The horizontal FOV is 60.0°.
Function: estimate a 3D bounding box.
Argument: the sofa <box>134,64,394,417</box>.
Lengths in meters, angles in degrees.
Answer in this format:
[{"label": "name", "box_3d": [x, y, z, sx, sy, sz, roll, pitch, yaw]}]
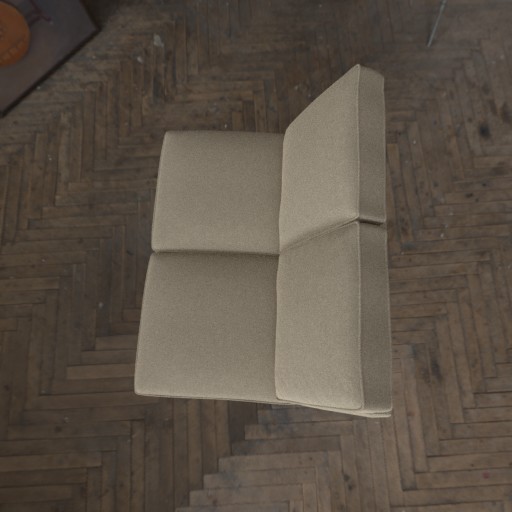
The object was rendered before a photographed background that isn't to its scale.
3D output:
[{"label": "sofa", "box_3d": [0.000, 0.000, 1.923, 0.951, 1.008, 1.237, 3, 75, 1]}]
